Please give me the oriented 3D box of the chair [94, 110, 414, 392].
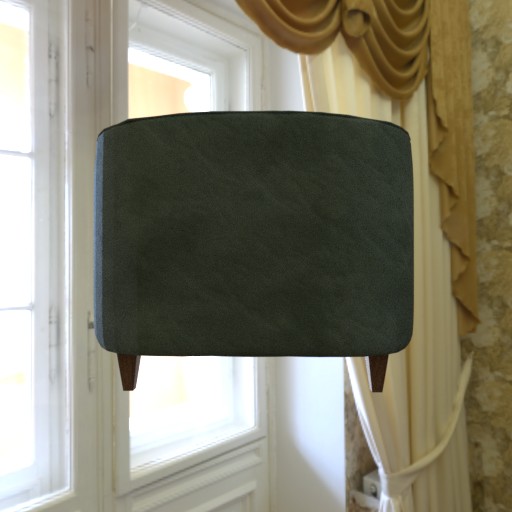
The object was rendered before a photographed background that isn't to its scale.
[{"bbox_3d":[0.000,0.000,1.756,1.104,0.852,0.941,0,0,1],"label":"chair"}]
